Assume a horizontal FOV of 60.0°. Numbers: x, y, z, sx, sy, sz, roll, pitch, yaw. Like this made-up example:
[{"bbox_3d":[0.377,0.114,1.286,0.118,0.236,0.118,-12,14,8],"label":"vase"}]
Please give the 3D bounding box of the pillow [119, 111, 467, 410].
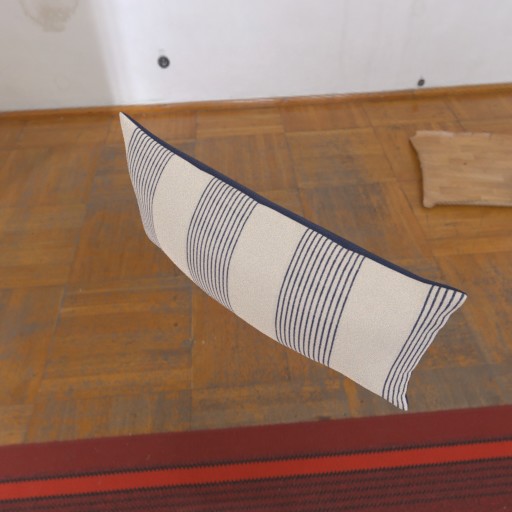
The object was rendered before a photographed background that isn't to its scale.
[{"bbox_3d":[0.000,0.000,0.716,0.610,0.287,0.151,32,54,26],"label":"pillow"}]
